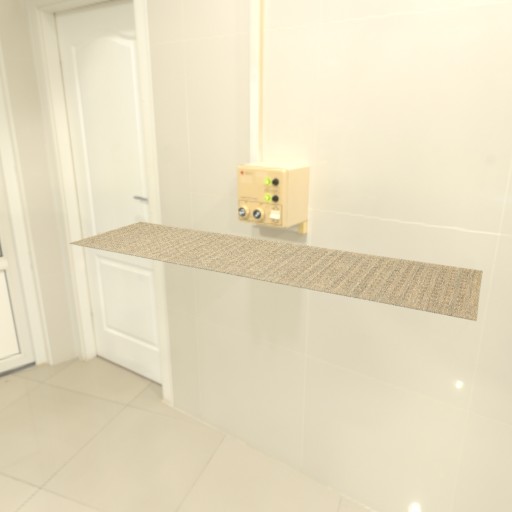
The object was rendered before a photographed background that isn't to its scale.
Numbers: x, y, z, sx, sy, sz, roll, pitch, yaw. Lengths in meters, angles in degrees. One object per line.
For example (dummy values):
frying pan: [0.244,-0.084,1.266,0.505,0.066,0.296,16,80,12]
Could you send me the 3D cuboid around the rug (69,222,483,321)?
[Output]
rug: [0.000,0.000,2.672,2.437,0.005,0.688,9,20,26]
